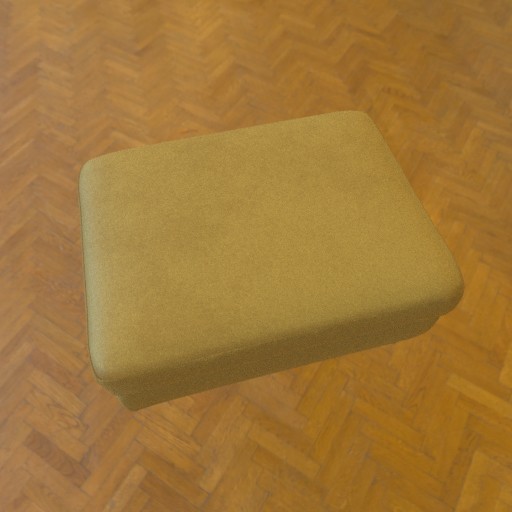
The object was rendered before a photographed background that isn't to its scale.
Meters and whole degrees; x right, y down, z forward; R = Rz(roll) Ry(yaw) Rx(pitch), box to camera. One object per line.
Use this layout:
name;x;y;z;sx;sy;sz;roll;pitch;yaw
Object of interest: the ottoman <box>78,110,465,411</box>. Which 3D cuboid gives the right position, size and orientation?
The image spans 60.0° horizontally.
ottoman;0.000;0.000;1.161;0.811;0.449;0.608;-12;59;-7
